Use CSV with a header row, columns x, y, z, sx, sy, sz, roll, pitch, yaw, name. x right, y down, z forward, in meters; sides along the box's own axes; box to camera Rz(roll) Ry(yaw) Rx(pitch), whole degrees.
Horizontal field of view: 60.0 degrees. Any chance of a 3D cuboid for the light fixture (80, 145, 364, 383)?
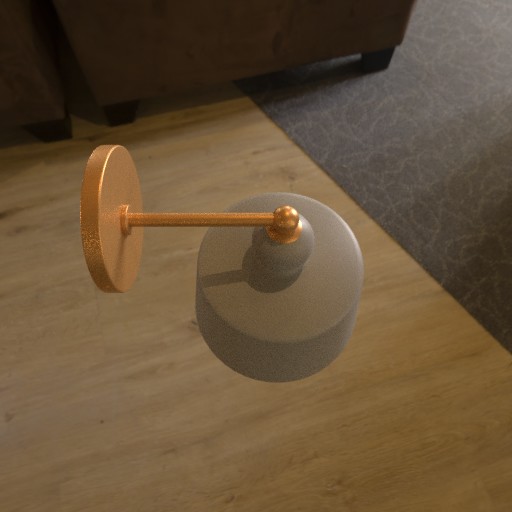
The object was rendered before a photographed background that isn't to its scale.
x,y,z,sx,sy,sz,roll,pitch,yaw,name
0.000,0.000,0.446,0.254,0.268,0.204,0,64,0,light fixture
